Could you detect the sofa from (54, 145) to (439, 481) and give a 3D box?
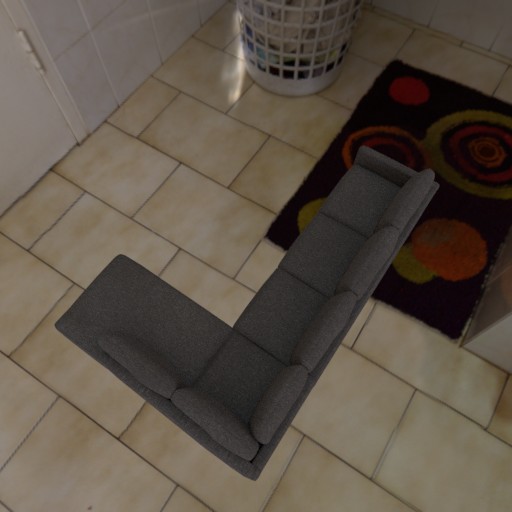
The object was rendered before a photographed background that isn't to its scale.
[{"bbox_3d":[0.000,0.000,3.866,2.007,0.815,2.949,32,69,14],"label":"sofa"}]
